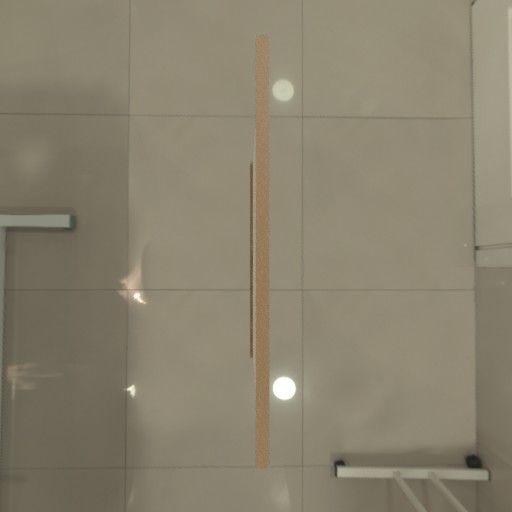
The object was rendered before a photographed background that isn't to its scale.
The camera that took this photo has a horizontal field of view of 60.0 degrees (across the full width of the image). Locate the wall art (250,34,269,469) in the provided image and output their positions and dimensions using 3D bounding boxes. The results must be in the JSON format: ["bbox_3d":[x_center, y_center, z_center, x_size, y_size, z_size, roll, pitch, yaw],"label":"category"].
[{"bbox_3d":[0.000,0.000,0.667,0.012,0.508,0.405,0,89,-1],"label":"wall art"}]
